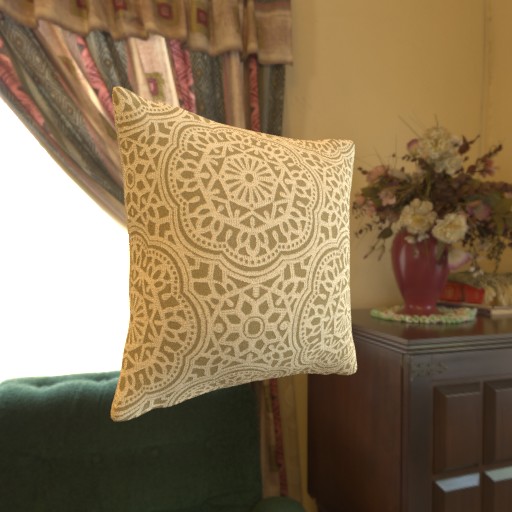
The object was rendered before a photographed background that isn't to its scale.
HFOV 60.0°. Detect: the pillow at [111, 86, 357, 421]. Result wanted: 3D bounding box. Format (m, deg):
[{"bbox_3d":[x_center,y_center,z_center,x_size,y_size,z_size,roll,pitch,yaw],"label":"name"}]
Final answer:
[{"bbox_3d":[0.000,0.000,0.675,0.438,0.421,0.167,0,-1,-35],"label":"pillow"}]
